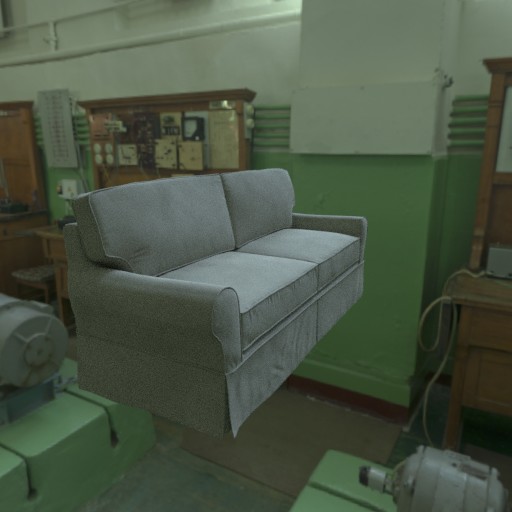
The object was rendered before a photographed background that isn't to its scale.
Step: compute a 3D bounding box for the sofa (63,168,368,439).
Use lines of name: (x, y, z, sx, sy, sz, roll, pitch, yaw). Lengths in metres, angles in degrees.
sofa: (0.000, 0.000, 2.789, 0.900, 1.014, 2.246, 7, 16, 27)
